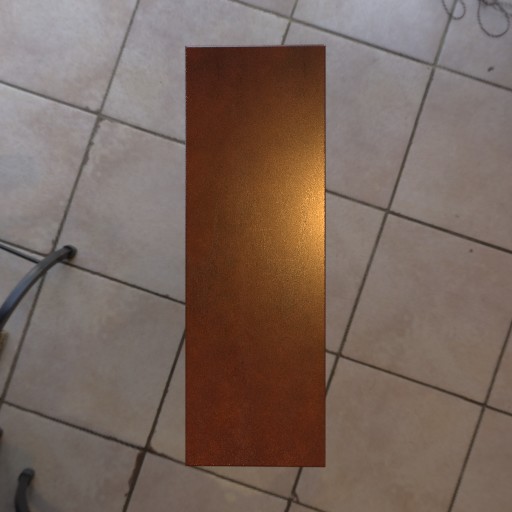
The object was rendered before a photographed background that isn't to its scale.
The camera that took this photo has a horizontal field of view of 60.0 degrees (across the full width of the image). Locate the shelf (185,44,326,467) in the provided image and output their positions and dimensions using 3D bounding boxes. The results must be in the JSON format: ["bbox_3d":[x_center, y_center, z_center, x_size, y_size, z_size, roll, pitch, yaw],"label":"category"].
[{"bbox_3d":[0.000,0.000,0.525,0.152,0.088,0.457,0,90,1],"label":"shelf"}]
